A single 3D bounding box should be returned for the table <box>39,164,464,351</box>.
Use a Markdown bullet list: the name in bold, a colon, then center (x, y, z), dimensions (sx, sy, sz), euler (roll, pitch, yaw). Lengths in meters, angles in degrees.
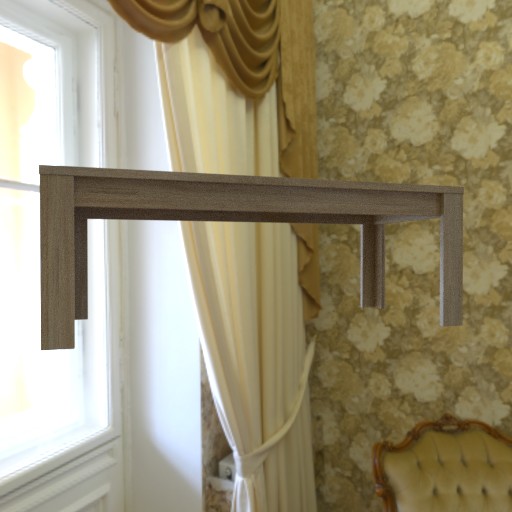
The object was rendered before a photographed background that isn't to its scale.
- **table**: center (0.000, 0.000, 2.631), dimensions (2.200, 0.790, 0.900), euler (0, 1, -17)
